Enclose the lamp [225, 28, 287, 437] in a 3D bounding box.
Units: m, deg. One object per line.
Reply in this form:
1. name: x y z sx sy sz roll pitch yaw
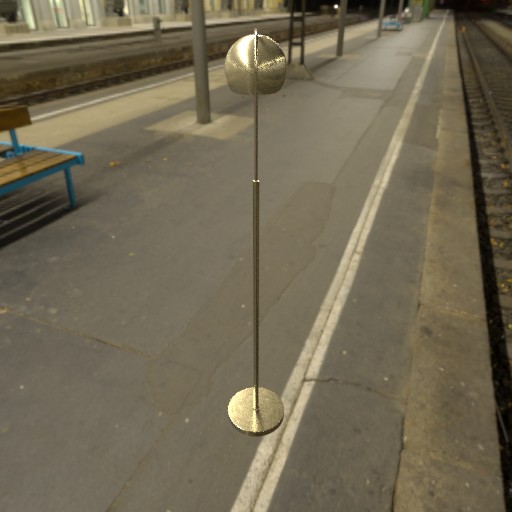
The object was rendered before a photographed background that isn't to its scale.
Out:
1. lamp: 0.000 0.000 1.681 0.250 1.526 0.431 0 30 0
